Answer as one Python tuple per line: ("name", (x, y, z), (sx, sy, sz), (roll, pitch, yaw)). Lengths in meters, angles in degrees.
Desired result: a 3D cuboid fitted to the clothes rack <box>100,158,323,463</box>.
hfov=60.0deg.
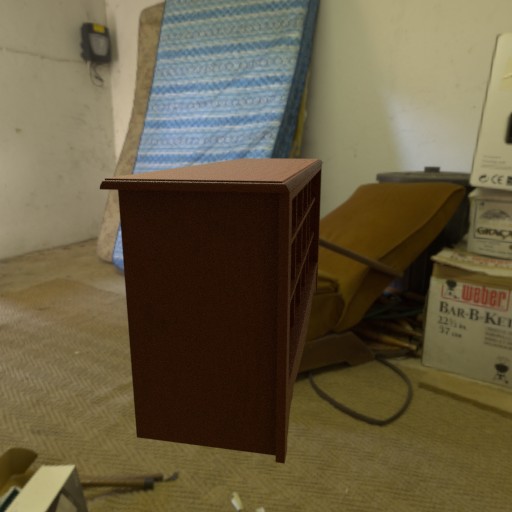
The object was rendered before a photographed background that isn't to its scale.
("clothes rack", (0.000, 0.000, 1.472), (0.362, 0.594, 1.251), (3, 14, 11))
